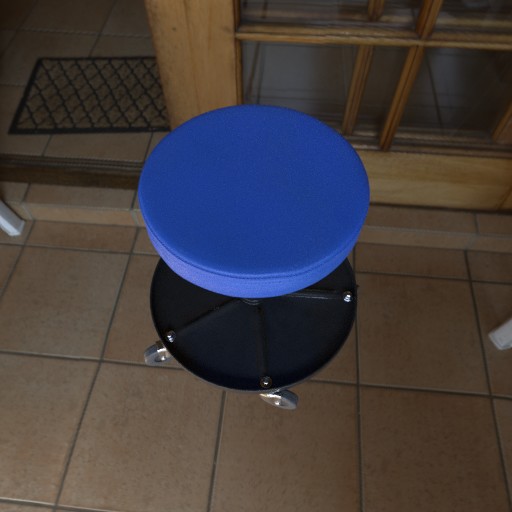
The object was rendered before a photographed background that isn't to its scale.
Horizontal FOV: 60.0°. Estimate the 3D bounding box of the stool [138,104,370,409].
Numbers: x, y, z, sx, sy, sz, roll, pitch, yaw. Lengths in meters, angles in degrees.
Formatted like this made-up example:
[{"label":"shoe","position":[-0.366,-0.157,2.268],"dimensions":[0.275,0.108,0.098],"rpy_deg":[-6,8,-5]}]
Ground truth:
[{"label":"stool","position":[0.000,0.000,0.676],"dimensions":[0.381,0.365,0.382],"rpy_deg":[0,58,0]}]
